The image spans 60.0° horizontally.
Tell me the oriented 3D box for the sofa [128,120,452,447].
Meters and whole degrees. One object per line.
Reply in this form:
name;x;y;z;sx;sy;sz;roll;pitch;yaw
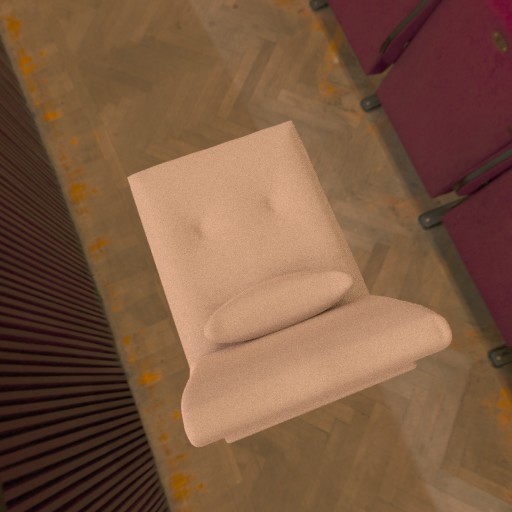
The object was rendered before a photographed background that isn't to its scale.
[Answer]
sofa;0.000;0.000;1.516;0.700;0.820;1.000;-20;76;-5
